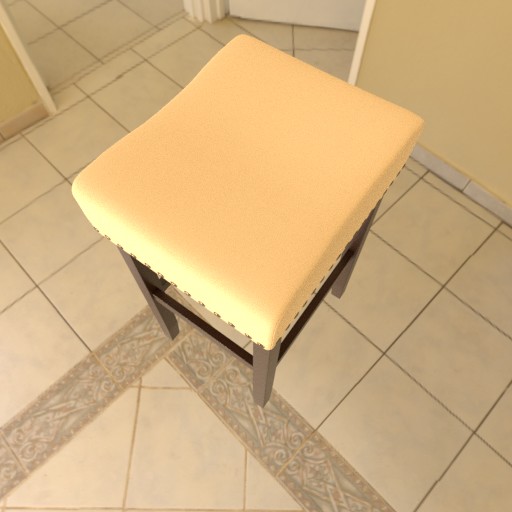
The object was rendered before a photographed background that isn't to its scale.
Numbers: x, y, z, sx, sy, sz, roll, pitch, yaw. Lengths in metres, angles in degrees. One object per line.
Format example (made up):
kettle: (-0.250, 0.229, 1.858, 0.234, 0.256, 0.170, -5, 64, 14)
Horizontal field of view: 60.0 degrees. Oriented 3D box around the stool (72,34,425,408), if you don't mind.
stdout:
stool: (0.000, 0.000, 1.052, 0.401, 0.762, 0.471, 33, 67, 16)
